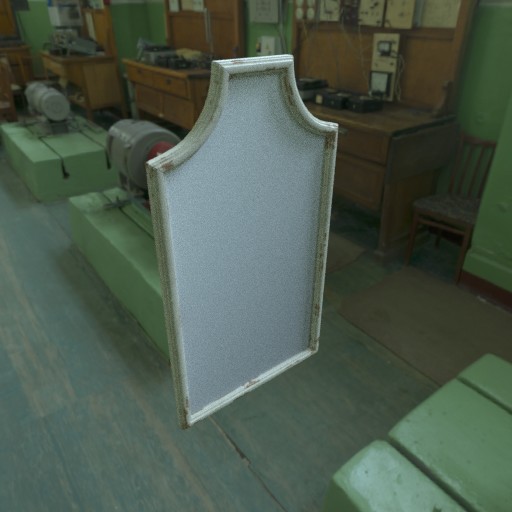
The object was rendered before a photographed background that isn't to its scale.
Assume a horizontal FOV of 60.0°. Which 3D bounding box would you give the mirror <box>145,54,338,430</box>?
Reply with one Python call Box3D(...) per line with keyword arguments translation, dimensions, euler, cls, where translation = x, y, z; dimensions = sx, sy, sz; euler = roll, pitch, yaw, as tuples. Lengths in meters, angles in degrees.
Box3D(translation=(0.000, 0.000, 0.875), dimensions=(0.403, 0.717, 0.022), euler=(-21, 36, -32), cls="mirror")
